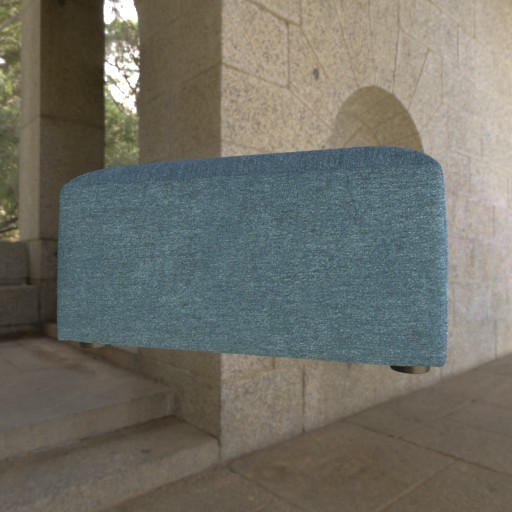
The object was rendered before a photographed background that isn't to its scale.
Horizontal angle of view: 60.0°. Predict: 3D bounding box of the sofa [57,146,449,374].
[{"bbox_3d":[0.000,0.000,1.204,0.930,0.470,0.480,0,0,19],"label":"sofa"}]
